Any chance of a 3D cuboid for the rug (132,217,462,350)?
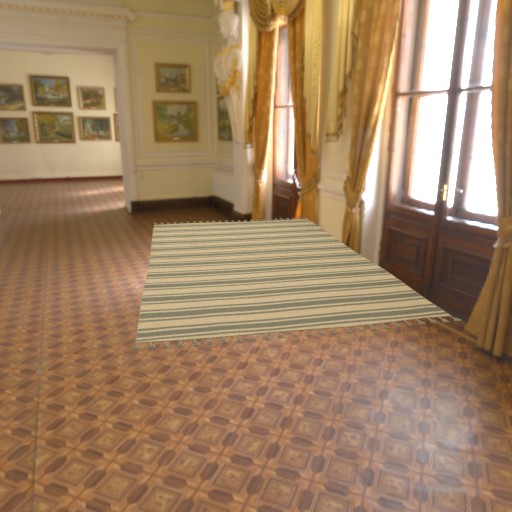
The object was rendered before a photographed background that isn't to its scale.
[{"bbox_3d":[0.000,0.000,2.548,1.222,0.009,2.084,-3,16,-10],"label":"rug"}]
